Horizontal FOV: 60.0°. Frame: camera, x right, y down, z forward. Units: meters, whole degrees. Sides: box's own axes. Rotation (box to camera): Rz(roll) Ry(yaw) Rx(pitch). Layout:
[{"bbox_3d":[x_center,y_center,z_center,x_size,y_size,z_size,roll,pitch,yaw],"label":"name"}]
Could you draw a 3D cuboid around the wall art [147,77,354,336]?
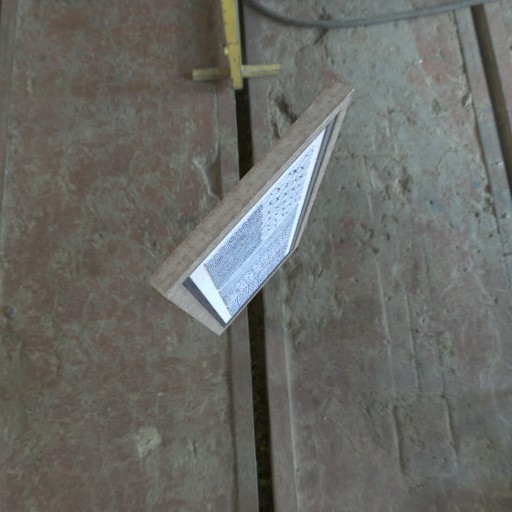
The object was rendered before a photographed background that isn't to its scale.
[{"bbox_3d":[0.000,0.000,1.696,0.051,1.461,0.648,40,80,9],"label":"wall art"}]
